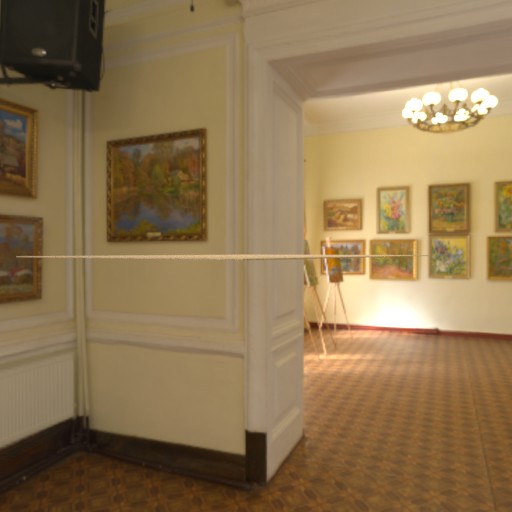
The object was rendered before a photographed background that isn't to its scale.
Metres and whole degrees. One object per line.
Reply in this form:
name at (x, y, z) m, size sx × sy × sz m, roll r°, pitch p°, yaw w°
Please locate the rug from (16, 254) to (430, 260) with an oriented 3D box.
rug at (0.000, 0.000, 3.641) m, size 1.981 × 0.006 × 2.895 m, roll 0°, pitch 1°, yaw 36°
